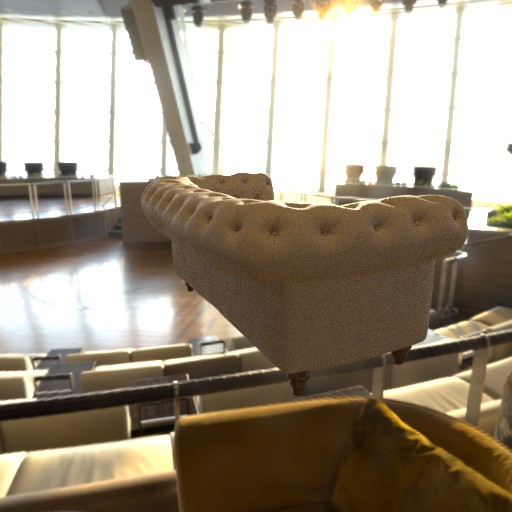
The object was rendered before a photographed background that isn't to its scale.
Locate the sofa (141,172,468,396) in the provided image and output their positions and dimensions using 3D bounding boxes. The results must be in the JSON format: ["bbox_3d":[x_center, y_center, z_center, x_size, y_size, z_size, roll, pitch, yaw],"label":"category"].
[{"bbox_3d":[0.000,0.000,2.538,1.069,0.835,1.988,-7,16,-25],"label":"sofa"}]
